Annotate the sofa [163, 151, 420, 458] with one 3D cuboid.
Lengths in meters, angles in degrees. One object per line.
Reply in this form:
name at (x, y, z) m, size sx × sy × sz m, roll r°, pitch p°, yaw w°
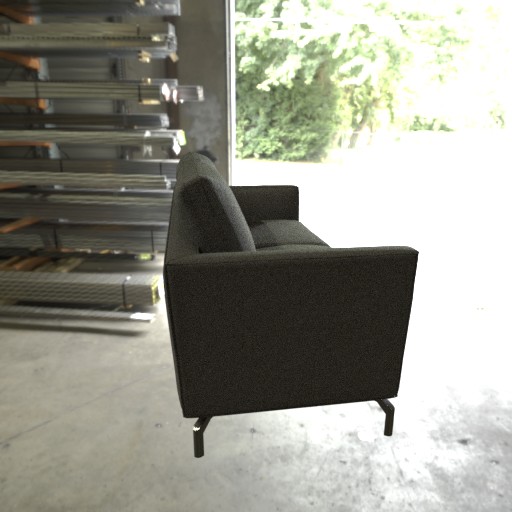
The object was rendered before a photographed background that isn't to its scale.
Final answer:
sofa at (0.000, 0.000, 2.125) m, size 0.803 × 0.924 × 1.594 m, roll -3°, pitch 17°, yaw -9°
